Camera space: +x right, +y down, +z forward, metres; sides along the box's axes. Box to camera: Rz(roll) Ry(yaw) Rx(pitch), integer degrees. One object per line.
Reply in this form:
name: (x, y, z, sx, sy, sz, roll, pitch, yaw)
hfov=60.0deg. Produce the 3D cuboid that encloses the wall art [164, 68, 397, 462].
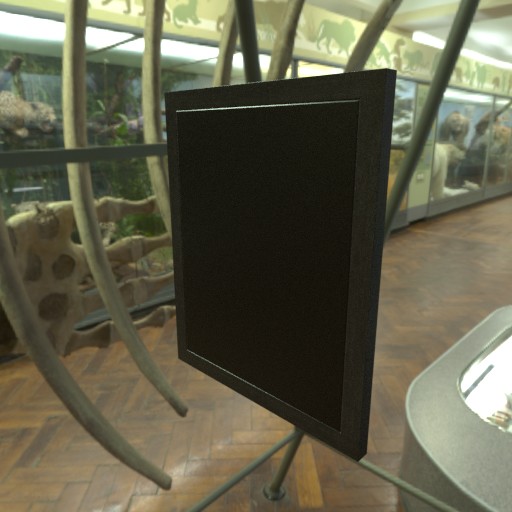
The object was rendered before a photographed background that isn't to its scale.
wall art: (0.000, 0.000, 0.796, 0.479, 0.580, 0.027, 15, 21, 42)
